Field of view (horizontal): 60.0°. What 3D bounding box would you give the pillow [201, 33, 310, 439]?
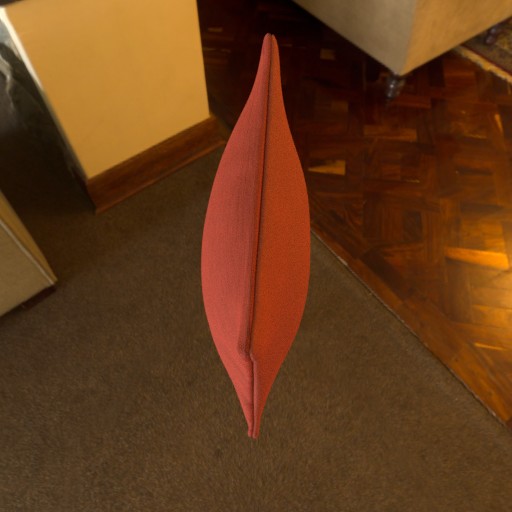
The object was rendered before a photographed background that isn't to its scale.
[{"bbox_3d":[0.000,0.000,0.641,0.151,0.416,0.435,3,59,2],"label":"pillow"}]
